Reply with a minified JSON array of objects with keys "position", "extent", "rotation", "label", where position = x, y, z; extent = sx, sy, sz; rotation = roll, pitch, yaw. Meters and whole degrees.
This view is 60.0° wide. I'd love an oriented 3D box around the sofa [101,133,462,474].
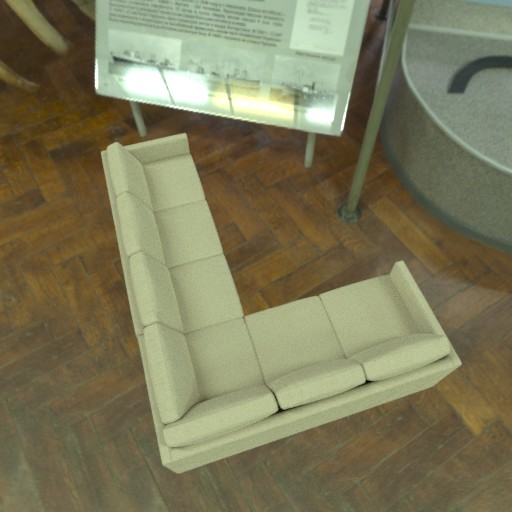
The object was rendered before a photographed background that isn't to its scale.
[{"position":[0.000,0.000,4.295],"extent":[2.432,0.871,3.182],"rotation":[-15,60,-9],"label":"sofa"}]
